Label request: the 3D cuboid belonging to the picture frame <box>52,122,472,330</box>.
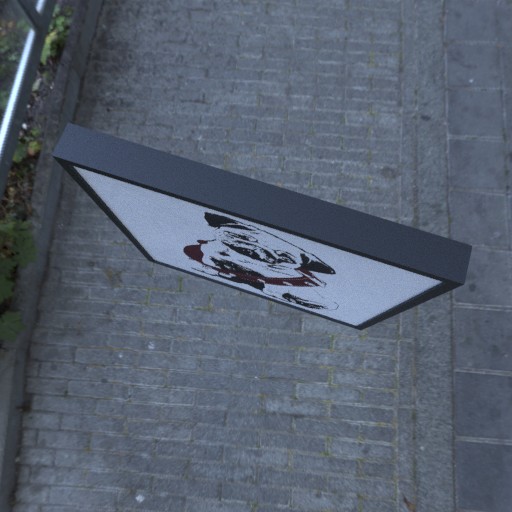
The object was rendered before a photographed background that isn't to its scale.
[{"bbox_3d":[0.000,0.000,0.480,0.317,0.317,0.030,18,75,5],"label":"picture frame"}]
